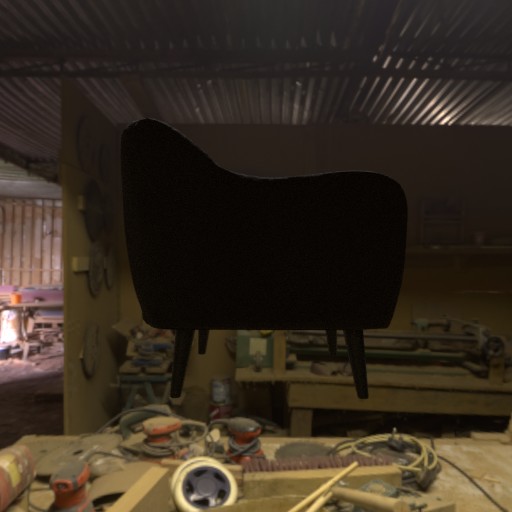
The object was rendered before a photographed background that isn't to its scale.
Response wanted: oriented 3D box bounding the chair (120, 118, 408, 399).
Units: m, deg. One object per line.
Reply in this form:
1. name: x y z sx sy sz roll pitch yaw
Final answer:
1. chair: 0.000 0.000 1.547 0.819 0.807 0.840 0 0 1
